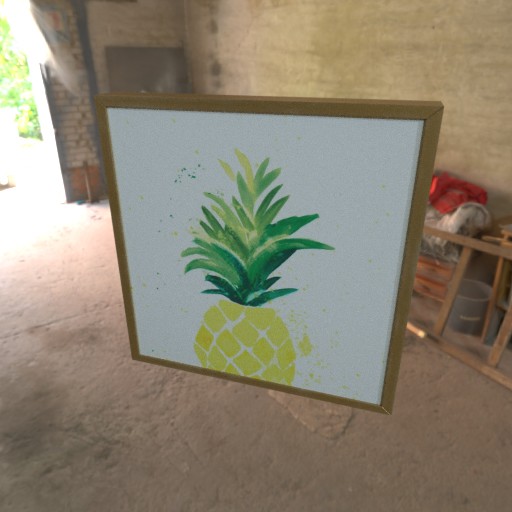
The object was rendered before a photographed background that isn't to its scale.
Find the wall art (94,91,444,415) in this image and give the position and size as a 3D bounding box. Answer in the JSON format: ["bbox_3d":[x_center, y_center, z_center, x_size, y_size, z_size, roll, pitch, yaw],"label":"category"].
[{"bbox_3d":[0.000,0.000,0.452,0.306,0.305,0.038,8,26,16],"label":"wall art"}]
